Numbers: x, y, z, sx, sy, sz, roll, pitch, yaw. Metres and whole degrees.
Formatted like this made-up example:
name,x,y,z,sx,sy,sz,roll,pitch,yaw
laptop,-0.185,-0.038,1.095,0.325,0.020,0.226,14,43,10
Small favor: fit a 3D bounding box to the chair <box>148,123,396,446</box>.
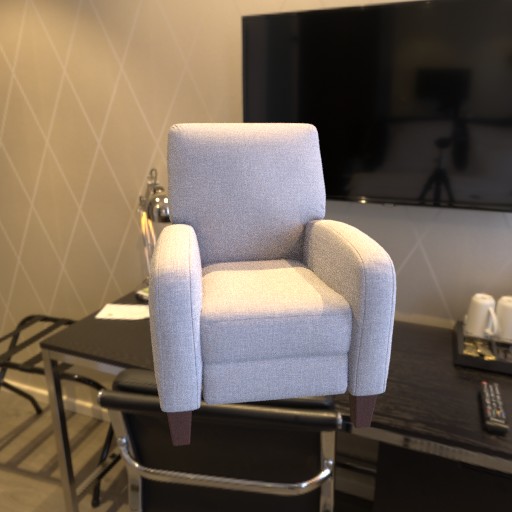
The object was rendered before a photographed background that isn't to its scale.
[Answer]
name,x,y,z,sx,sy,sz,roll,pitch,yaw
chair,0.000,0.000,1.726,0.762,0.990,0.990,-2,17,-8
